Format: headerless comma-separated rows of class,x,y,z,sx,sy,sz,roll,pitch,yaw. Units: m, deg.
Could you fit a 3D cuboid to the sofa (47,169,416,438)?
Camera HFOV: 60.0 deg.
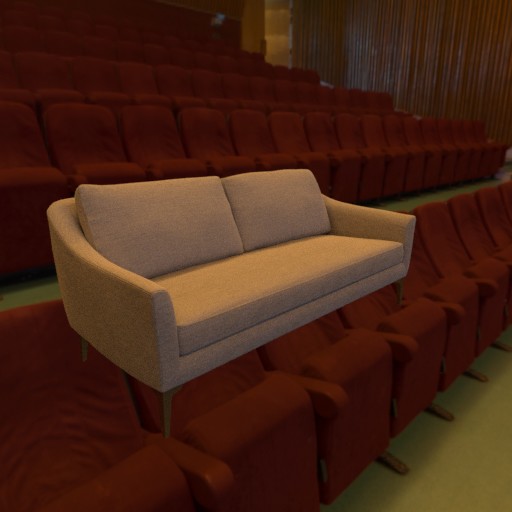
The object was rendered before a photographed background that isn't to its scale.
sofa,0.000,0.000,2.561,0.980,0.913,2.036,15,21,42
